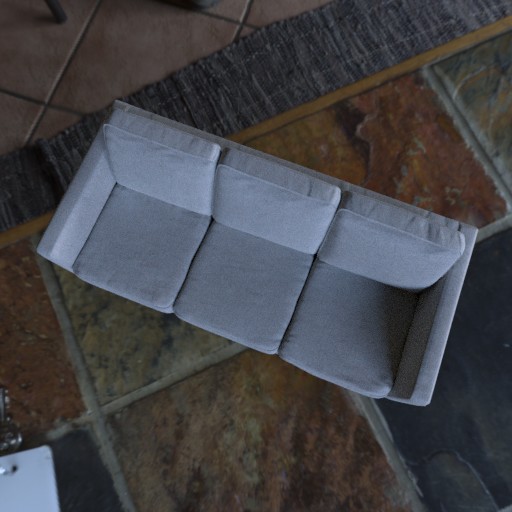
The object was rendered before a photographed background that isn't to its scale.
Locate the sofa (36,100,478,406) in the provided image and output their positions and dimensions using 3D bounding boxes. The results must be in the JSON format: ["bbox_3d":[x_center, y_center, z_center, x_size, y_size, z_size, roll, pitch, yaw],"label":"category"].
[{"bbox_3d":[0.000,0.000,2.395,1.983,0.918,0.944,21,77,5],"label":"sofa"}]
